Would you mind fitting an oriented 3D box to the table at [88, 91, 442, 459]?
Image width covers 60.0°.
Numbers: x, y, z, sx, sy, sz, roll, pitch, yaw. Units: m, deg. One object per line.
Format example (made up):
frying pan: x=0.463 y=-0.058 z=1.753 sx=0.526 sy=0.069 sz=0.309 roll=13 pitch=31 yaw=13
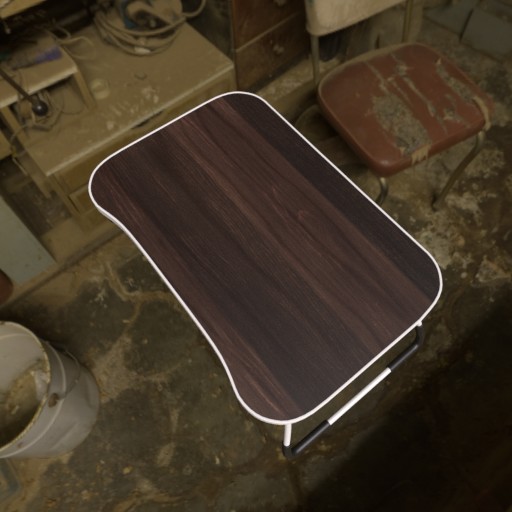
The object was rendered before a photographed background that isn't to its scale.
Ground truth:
table: x=0.000 y=0.000 z=0.882 sx=0.400 sy=0.232 sz=0.660 roll=-35 pitch=68 yaw=-16
